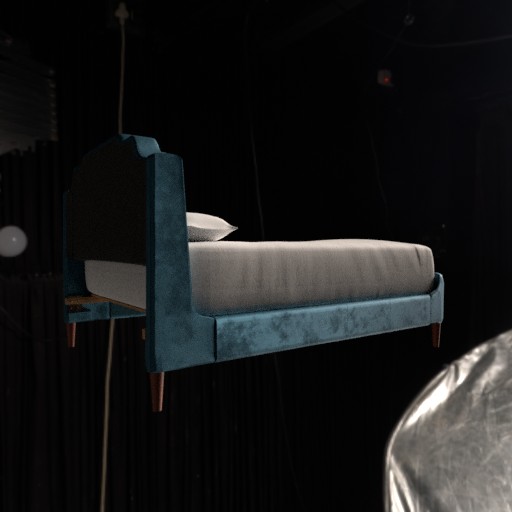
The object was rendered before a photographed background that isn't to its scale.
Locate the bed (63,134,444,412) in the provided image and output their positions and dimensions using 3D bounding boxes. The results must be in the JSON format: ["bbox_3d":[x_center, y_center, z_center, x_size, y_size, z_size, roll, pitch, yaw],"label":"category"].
[{"bbox_3d":[0.000,0.000,3.275,2.322,1.338,1.678,-1,1,-36],"label":"bed"}]
